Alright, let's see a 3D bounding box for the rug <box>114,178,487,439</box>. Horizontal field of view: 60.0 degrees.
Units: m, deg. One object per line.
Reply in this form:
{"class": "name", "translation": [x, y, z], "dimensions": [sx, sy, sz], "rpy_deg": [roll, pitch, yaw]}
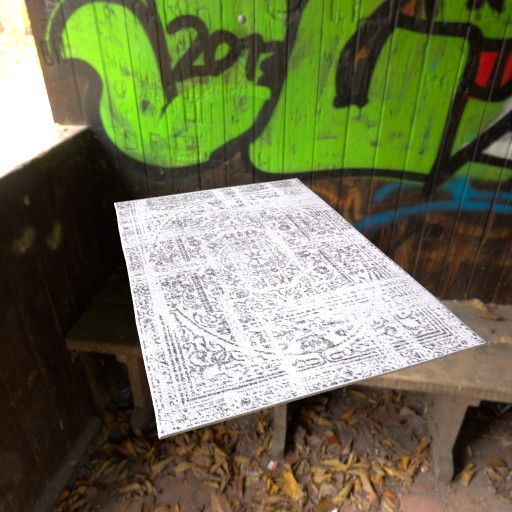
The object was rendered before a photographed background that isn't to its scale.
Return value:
{"class": "rug", "translation": [0.000, 0.000, 3.034], "dimensions": [1.706, 0.026, 2.438], "rpy_deg": [-10, 33, -16]}
